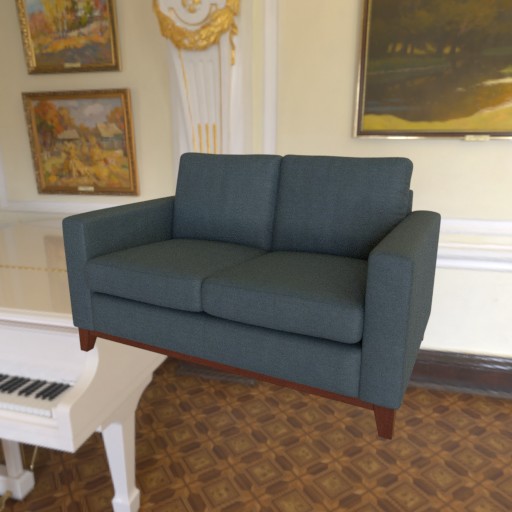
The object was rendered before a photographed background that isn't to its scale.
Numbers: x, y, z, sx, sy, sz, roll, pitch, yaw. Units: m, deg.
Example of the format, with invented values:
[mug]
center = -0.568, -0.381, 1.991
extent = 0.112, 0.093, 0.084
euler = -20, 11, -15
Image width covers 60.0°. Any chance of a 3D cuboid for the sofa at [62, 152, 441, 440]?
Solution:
[sofa]
center = 0.000, 0.000, 2.053
extent = 1.489, 0.903, 0.955
euler = 7, 17, 26
